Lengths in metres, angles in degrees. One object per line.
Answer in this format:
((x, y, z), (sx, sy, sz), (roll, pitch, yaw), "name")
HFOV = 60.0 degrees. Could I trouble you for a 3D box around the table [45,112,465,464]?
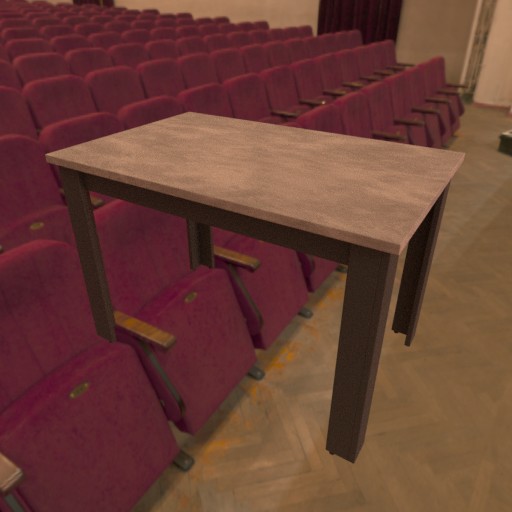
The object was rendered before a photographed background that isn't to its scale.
((0.000, 0.000, 1.558), (1.100, 0.734, 0.700), (17, 34, 27), "table")
